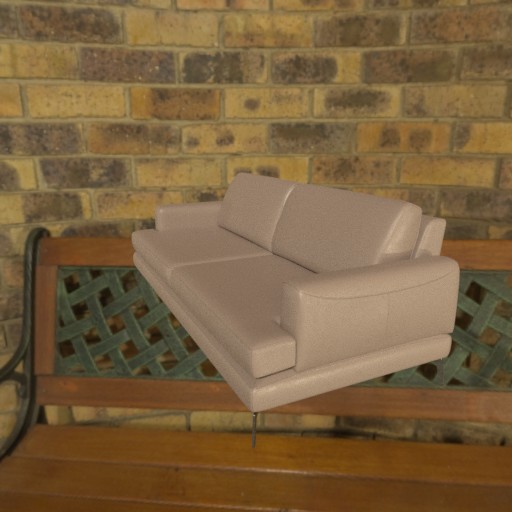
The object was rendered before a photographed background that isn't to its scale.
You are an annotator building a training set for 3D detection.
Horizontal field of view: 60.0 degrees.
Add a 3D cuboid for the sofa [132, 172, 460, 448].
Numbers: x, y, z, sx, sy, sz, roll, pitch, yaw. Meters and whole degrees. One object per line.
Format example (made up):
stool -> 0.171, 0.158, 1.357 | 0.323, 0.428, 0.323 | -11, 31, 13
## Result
sofa -> 0.000, 0.000, 2.395 | 0.974, 0.765, 1.940 | -7, 17, -25
